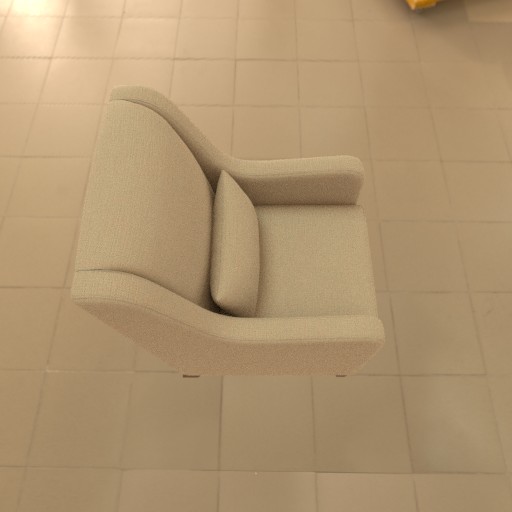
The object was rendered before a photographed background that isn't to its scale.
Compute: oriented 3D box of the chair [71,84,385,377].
[{"bbox_3d":[0.000,0.000,1.627,0.896,1.017,0.715,0,64,0],"label":"chair"}]
